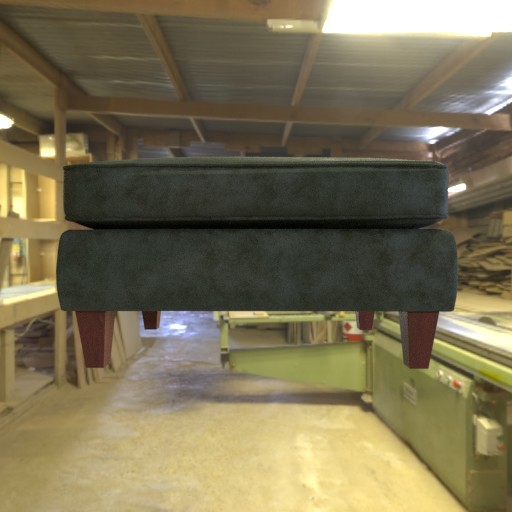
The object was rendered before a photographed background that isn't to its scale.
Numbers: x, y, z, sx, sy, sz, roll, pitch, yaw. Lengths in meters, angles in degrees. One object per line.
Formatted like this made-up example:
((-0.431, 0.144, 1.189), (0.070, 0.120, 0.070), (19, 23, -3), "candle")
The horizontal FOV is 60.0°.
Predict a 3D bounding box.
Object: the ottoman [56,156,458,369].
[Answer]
((0.000, 0.000, 1.250), (0.864, 0.495, 0.632), (0, 0, 1), "ottoman")
